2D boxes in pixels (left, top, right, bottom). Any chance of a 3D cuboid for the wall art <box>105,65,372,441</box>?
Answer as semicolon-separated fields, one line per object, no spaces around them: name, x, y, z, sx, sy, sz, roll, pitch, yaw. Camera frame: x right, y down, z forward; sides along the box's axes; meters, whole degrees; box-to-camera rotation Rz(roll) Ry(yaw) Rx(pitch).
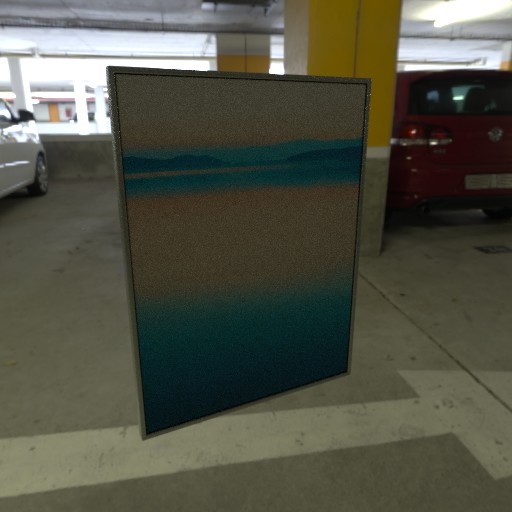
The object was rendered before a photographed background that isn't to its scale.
wall art;0.000;0.000;1.387;0.801;1.062;0.037;-9;19;-26
